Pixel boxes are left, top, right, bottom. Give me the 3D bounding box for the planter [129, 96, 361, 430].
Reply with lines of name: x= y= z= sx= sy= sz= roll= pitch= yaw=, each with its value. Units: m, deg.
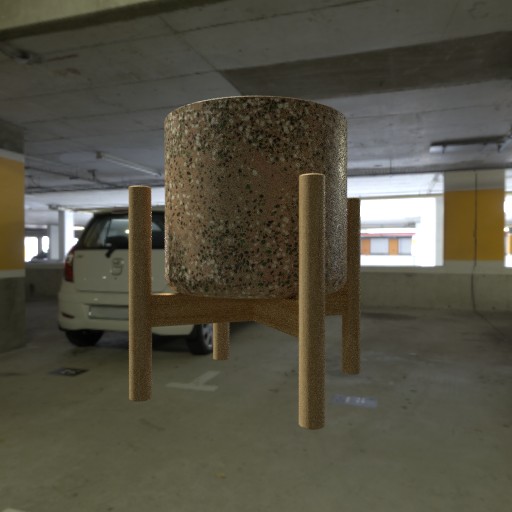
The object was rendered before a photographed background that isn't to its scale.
planter: x=0.000 y=0.000 z=0.552 sx=0.284 sy=0.320 sz=0.284 roll=0 pitch=1 yaw=0
